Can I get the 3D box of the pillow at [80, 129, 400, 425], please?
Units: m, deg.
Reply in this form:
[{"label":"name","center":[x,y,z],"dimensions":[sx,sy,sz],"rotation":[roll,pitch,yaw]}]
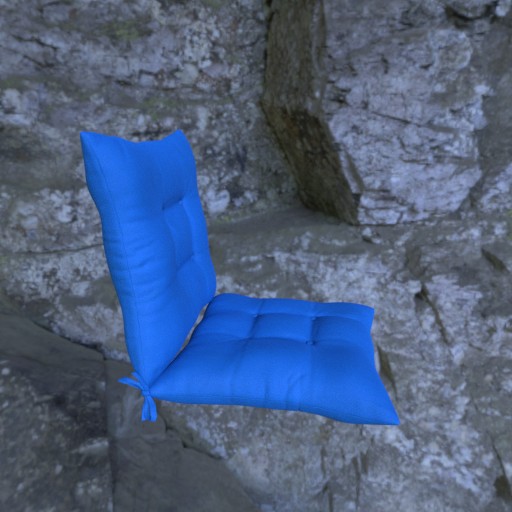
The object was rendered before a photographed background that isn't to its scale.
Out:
[{"label":"pillow","center":[0.000,0.000,0.976],"dimensions":[0.585,0.536,0.541],"rotation":[3,16,9]}]
